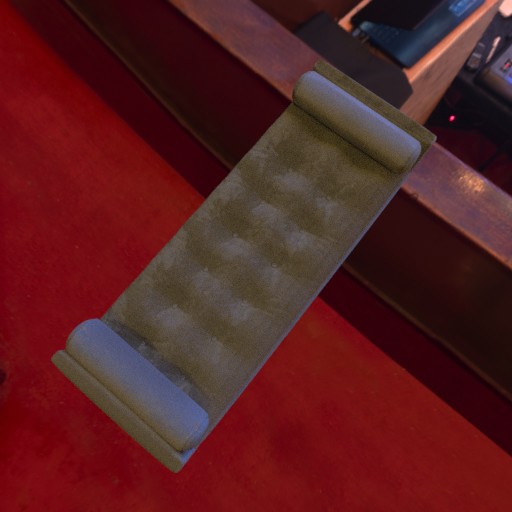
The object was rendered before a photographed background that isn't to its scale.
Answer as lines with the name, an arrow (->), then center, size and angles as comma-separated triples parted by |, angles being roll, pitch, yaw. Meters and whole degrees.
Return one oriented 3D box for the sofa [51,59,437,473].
sofa -> 0.000, 0.000, 2.455 | 0.796, 0.705, 2.102 | 38, 78, 9
